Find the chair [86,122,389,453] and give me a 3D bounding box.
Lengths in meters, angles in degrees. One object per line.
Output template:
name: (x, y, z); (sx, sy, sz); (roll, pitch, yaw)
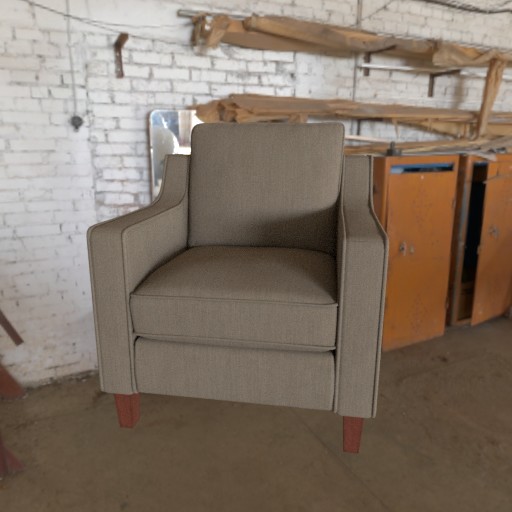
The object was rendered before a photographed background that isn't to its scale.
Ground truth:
chair: (0.000, 0.000, 1.632); (0.831, 0.960, 0.909); (2, 15, 9)
